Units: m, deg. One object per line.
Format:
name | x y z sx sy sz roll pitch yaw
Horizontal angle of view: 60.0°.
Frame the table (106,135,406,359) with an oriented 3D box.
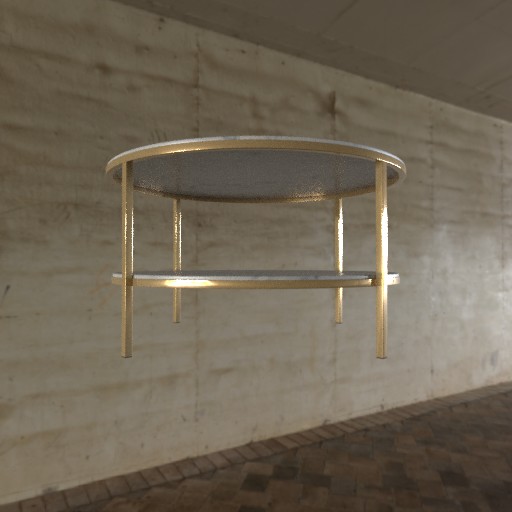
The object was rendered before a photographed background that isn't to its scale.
table | 0.000 0.000 1.243 0.800 0.450 0.800 0 -1 0
